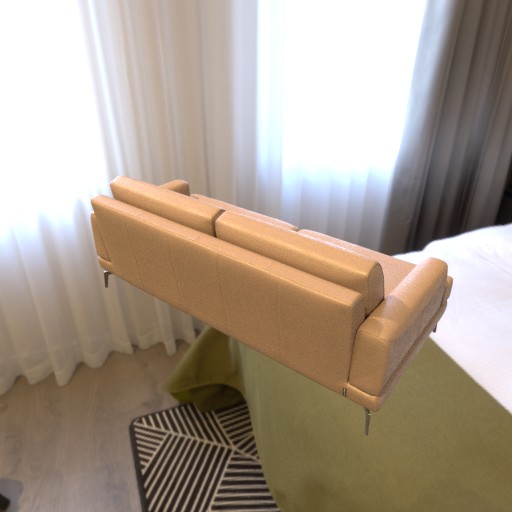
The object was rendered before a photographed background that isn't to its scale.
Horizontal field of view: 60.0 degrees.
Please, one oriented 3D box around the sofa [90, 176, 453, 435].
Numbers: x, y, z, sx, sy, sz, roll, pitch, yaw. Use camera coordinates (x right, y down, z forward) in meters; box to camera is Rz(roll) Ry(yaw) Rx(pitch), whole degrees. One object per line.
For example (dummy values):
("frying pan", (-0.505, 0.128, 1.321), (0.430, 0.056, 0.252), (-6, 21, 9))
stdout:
("sofa", (0.000, 0.000, 2.523), (1.940, 0.765, 0.974), (21, 36, 32))
